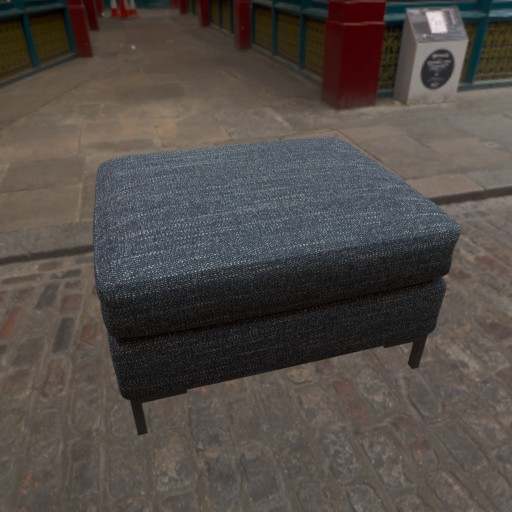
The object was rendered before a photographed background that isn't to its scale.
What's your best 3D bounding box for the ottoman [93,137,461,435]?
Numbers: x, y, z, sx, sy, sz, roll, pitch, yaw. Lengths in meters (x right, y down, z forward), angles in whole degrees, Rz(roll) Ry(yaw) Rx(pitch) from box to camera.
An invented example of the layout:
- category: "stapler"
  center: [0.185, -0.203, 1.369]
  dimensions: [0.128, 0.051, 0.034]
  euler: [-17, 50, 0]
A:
- category: "ottoman"
  center: [0.000, 0.000, 1.253]
  dimensions: [0.814, 0.491, 0.667]
  euler: [-9, 34, -14]
